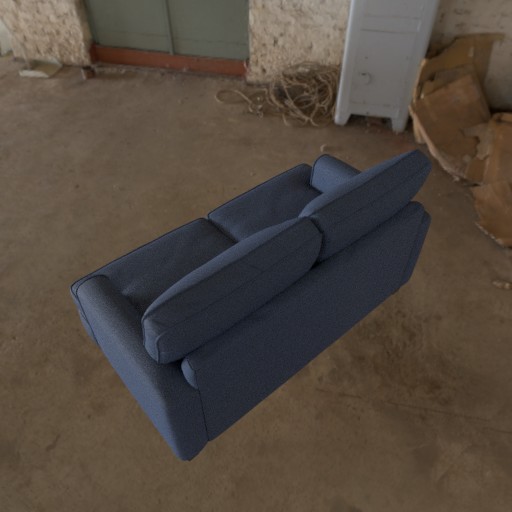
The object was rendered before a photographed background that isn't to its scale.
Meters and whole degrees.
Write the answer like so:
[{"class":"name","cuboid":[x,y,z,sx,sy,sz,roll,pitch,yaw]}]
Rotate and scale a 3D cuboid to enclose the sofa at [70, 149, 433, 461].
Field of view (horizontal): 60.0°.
[{"class":"sofa","cuboid":[0.000,0.000,2.244,1.651,0.965,0.965,-32,53,-27]}]
